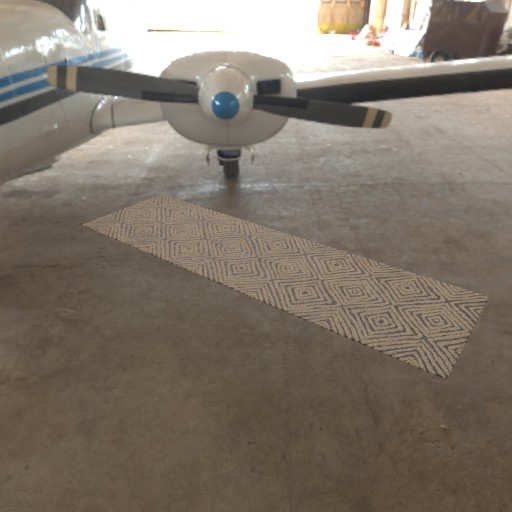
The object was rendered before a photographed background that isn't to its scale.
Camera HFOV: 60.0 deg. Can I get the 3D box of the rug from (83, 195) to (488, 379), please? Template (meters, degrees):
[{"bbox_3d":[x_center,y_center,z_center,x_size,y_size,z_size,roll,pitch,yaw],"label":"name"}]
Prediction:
[{"bbox_3d":[0.000,0.000,2.480,2.277,0.008,0.676,20,34,32],"label":"rug"}]
